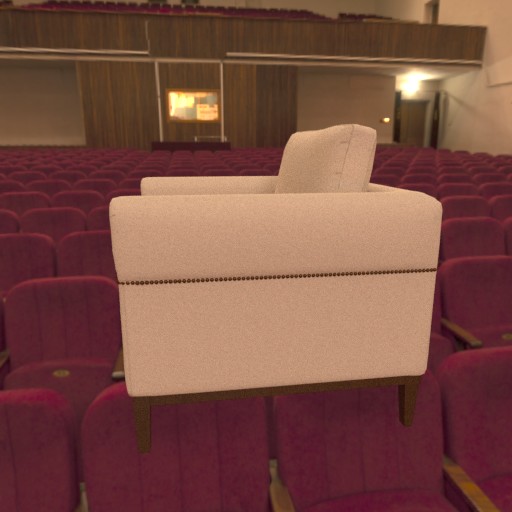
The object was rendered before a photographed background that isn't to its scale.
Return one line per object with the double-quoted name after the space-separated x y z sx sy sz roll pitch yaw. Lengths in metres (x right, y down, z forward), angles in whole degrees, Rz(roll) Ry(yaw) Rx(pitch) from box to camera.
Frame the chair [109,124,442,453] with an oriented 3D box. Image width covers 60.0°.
0.000 0.000 1.646 0.896 0.915 0.982 -2 14 -9 "chair"
